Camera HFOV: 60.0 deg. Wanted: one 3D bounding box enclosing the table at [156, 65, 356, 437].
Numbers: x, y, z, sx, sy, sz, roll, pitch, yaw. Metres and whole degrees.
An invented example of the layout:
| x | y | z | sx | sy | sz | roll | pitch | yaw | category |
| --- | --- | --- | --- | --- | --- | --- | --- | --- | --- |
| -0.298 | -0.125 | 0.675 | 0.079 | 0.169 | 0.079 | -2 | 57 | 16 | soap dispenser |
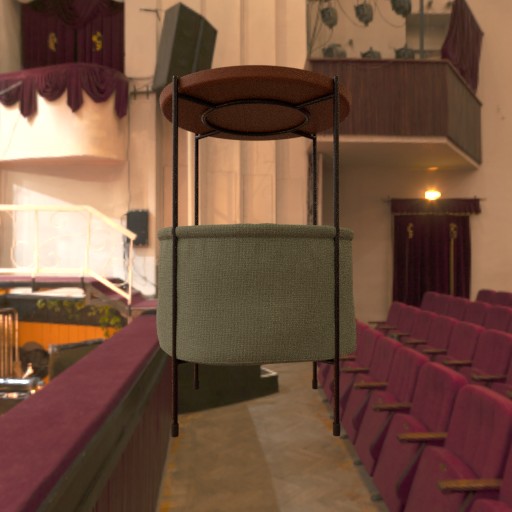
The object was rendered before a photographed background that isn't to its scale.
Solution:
| x | y | z | sx | sy | sz | roll | pitch | yaw | category |
| --- | --- | --- | --- | --- | --- | --- | --- | --- | --- |
| 0.000 | 0.000 | 0.907 | 0.400 | 0.623 | 0.400 | 0 | 0 | 0 | table |
